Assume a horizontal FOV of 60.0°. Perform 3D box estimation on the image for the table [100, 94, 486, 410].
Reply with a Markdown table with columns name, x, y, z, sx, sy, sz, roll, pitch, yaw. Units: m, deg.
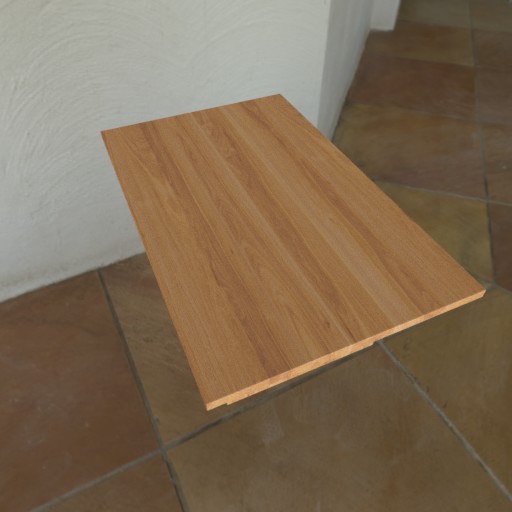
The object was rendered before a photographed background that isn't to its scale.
| name | x | y | z | sx | sy | sz | roll | pitch | yaw |
| --- | --- | --- | --- | --- | --- | --- | --- | --- | --- |
| table | 0.000 | 0.000 | 1.479 | 0.700 | 0.510 | 1.100 | -18 | 48 | -17 |
